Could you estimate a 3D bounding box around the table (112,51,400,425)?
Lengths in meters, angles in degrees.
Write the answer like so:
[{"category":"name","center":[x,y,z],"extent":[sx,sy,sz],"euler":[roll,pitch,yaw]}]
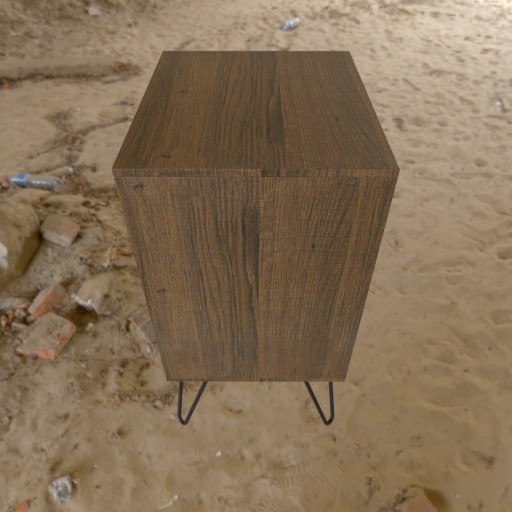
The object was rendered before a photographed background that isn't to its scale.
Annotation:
[{"category":"table","center":[0.000,0.000,1.175],"extent":[0.457,0.866,0.526],"euler":[0,44,0]}]
